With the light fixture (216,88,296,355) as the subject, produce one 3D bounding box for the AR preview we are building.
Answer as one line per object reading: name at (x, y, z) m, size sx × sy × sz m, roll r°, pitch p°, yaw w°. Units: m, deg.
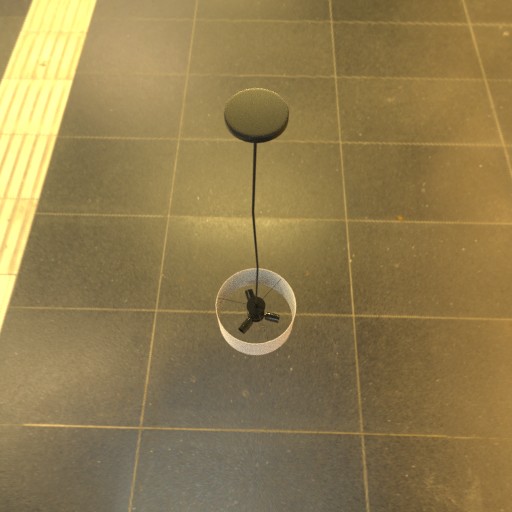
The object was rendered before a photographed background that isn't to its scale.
light fixture at (0.000, 0.000, 1.709) m, size 0.399 × 1.516 × 0.399 m, roll 0°, pitch 64°, yaw 0°
